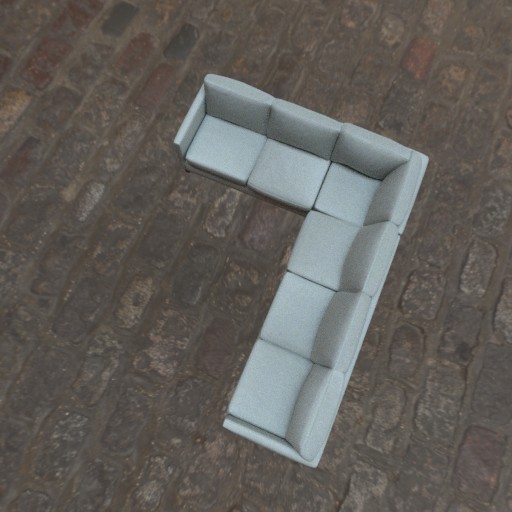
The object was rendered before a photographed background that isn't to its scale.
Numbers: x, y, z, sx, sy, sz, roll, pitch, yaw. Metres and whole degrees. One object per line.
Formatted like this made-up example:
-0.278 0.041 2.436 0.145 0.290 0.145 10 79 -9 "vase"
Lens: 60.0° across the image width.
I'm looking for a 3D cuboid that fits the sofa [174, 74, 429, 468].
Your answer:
0.000 0.000 4.595 2.592 0.947 3.301 22 77 6 "sofa"
